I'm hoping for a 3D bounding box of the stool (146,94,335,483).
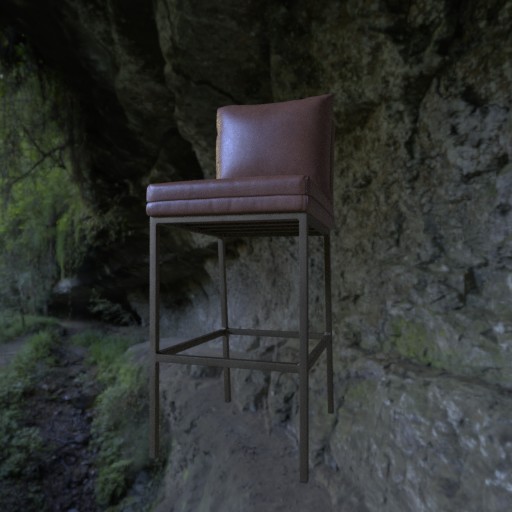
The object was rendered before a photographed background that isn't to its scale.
[{"bbox_3d":[0.000,0.000,1.421,0.463,1.124,0.571,0,-1,18],"label":"stool"}]
